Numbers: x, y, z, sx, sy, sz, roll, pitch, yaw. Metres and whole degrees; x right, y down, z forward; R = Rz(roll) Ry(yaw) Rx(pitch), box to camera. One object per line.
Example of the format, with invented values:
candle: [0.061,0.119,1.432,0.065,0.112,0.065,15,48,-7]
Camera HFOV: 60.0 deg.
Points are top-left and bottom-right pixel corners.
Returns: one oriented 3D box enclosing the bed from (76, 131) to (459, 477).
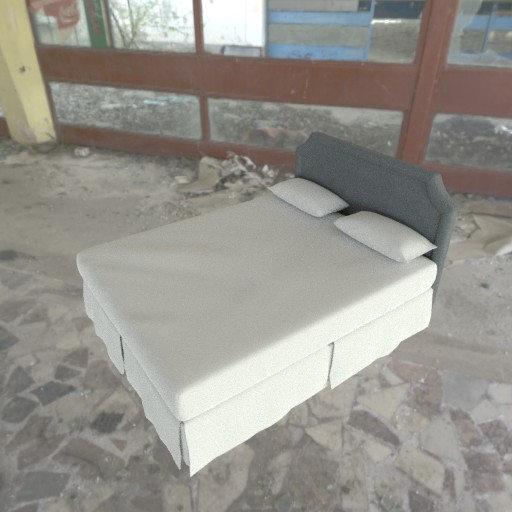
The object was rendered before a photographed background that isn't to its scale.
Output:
bed: [0.000,0.000,3.584,2.464,1.306,1.977,-20,37,-30]
